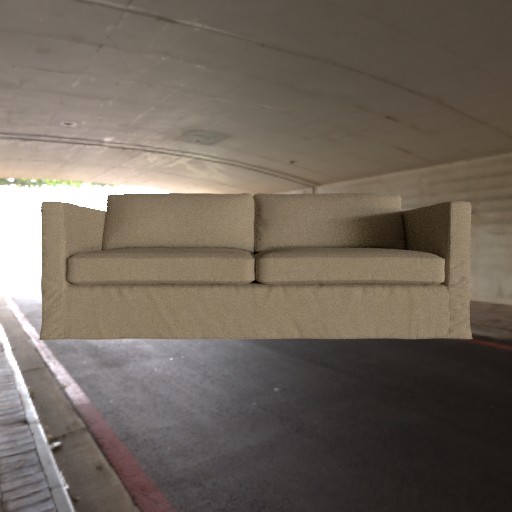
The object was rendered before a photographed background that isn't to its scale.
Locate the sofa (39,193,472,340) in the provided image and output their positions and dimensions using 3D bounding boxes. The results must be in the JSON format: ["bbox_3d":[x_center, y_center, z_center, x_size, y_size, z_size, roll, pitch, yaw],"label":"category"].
[{"bbox_3d":[0.000,0.000,2.754,2.296,0.847,0.956,0,2,-1],"label":"sofa"}]
